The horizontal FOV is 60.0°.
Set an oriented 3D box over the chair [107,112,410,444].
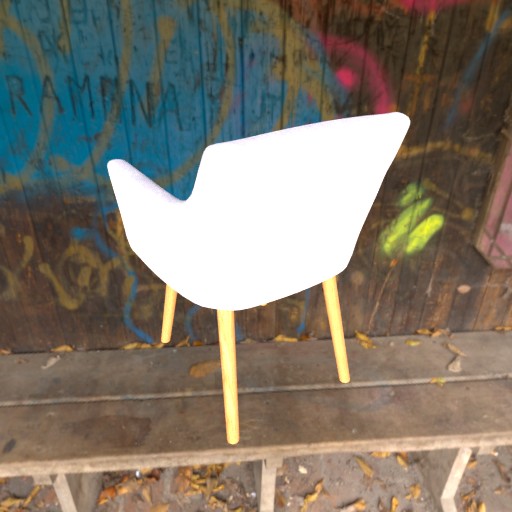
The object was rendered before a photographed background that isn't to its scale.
[{"bbox_3d":[0.000,0.000,1.147,0.570,0.780,0.540,-18,35,-27],"label":"chair"}]
